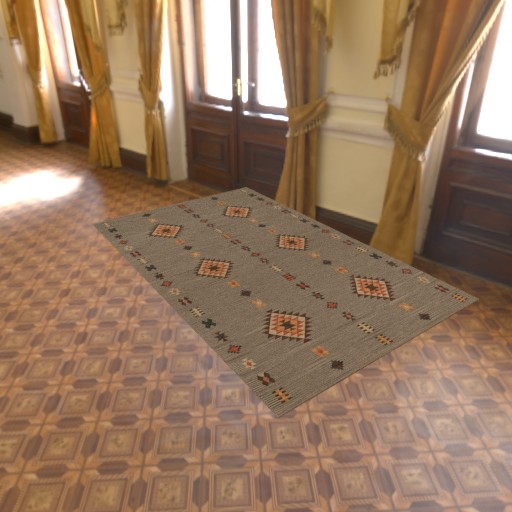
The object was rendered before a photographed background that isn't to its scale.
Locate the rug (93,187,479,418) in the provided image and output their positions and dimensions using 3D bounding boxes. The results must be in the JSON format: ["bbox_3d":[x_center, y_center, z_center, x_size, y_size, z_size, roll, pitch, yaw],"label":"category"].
[{"bbox_3d":[0.000,0.000,3.105,1.515,0.007,2.427,-19,33,-31],"label":"rug"}]
